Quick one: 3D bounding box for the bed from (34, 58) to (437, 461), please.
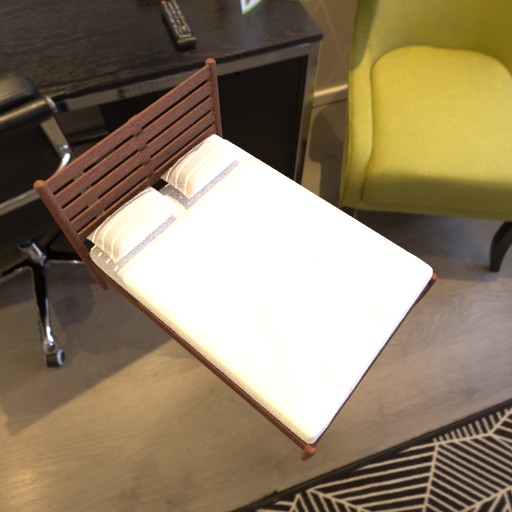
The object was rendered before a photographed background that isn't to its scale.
[{"bbox_3d":[0.000,0.000,3.041,2.093,1.304,1.509,35,65,19],"label":"bed"}]
